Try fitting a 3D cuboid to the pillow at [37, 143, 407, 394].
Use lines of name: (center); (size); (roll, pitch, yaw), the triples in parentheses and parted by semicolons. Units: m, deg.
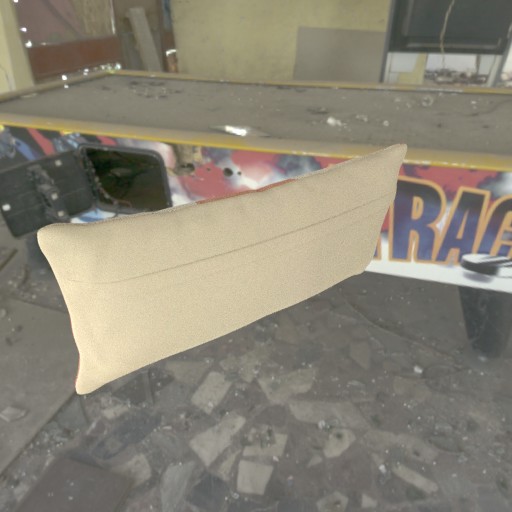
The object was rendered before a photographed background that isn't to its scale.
pillow: (0.000, 0.000, 0.713); (0.609, 0.292, 0.155); (-19, 36, -29)
